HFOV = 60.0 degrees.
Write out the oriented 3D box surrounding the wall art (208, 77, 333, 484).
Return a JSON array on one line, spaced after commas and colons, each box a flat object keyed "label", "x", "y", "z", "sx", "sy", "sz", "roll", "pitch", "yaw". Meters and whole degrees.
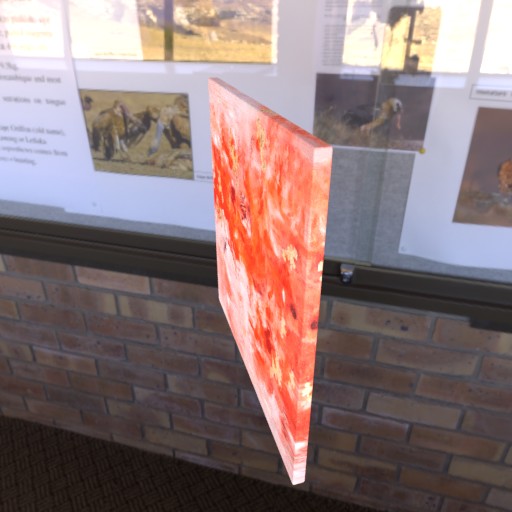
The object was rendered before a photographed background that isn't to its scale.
[{"label": "wall art", "x": 0.000, "y": 0.000, "z": 1.305, "sx": 0.066, "sy": 0.878, "sz": 0.878, "roll": -8, "pitch": 30, "yaw": -15}]
